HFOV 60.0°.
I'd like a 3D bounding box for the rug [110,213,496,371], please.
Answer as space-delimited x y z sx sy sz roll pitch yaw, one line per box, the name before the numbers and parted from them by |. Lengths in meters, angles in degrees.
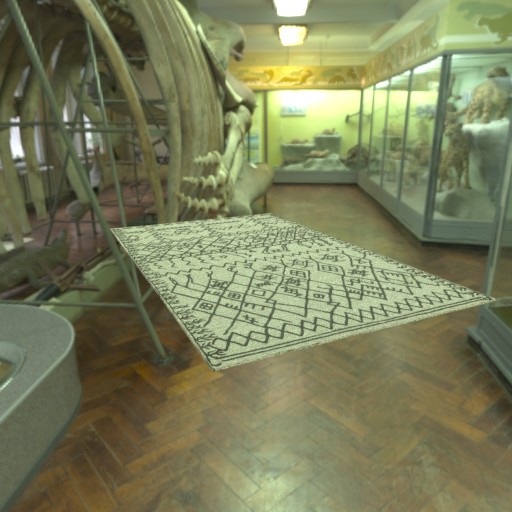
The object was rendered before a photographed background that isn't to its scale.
rug | 0.000 0.000 4.656 2.393 0.019 3.824 -8 19 -25
